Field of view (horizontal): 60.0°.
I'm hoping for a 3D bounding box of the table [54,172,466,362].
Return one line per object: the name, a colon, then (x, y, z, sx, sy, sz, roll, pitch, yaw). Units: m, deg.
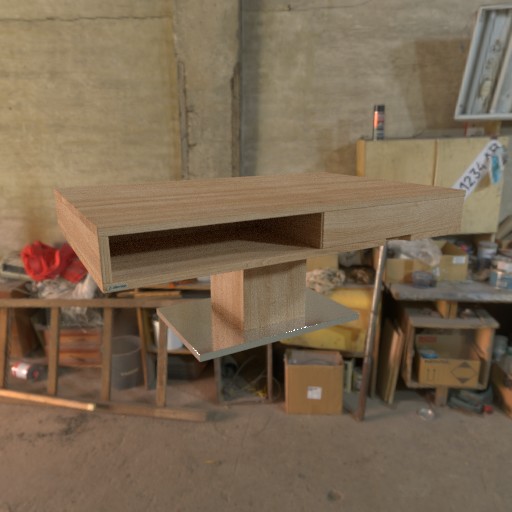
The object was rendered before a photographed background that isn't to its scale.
table: (0.000, 0.000, 1.458, 1.100, 0.440, 0.700, -9, 18, -29)
